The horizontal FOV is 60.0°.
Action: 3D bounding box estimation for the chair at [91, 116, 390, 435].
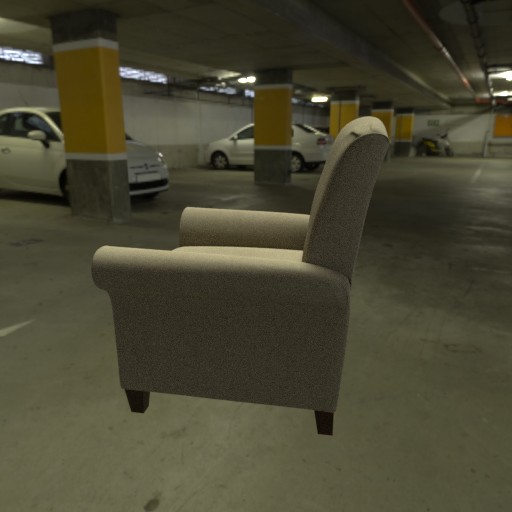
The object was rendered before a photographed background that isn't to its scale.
[{"bbox_3d":[0.000,0.000,1.780,0.905,1.061,0.978,3,15,10],"label":"chair"}]
